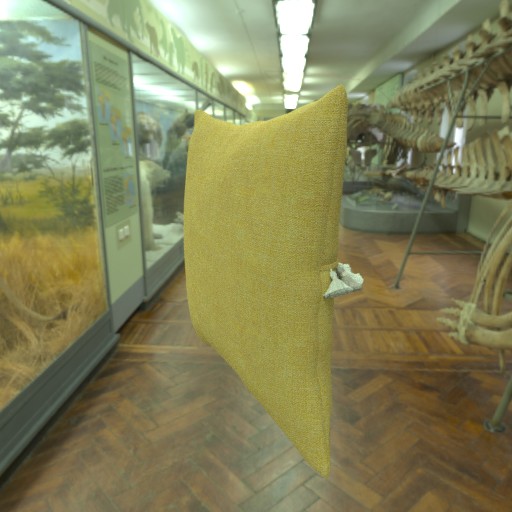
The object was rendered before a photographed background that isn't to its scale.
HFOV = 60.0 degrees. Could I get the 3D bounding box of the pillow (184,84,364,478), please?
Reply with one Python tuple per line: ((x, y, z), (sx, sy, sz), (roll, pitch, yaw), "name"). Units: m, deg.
((0.000, 0.000, 0.729), (0.167, 0.481, 0.485), (-7, 16, -26), "pillow")
